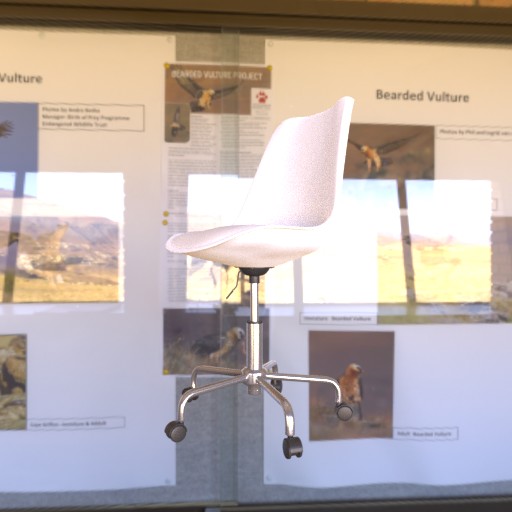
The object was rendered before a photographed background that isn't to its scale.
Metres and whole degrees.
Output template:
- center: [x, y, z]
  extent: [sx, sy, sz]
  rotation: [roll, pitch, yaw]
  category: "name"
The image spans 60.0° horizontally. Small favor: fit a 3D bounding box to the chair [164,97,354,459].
- center: [0.000, 0.000, 1.265]
  extent: [0.550, 0.930, 0.550]
  rotation: [0, 0, -36]
  category: "chair"
